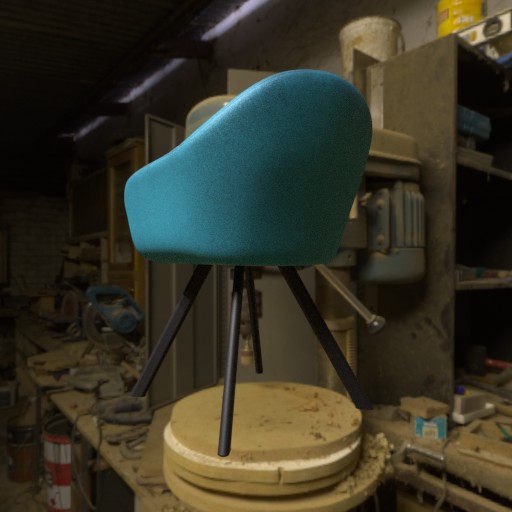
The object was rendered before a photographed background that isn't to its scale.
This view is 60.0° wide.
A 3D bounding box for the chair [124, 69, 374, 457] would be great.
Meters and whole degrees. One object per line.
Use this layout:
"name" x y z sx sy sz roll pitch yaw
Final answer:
"chair" 0.000 0.000 1.153 0.540 0.780 0.570 0 0 -37
